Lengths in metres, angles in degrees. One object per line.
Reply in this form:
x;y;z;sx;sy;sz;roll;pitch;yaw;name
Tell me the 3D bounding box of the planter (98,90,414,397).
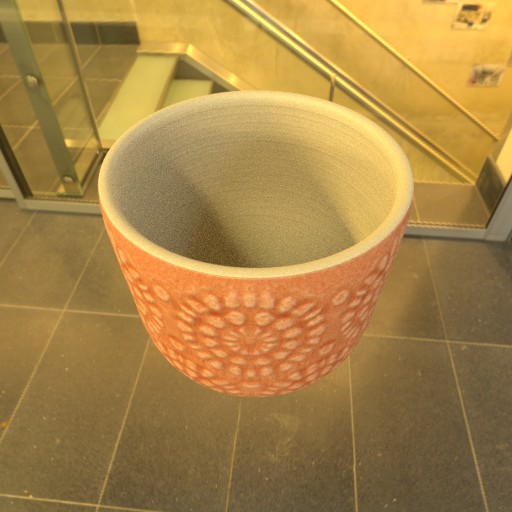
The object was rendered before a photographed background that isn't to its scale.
0.000;0.000;0.215;0.124;0.109;0.124;0;46;0;planter
